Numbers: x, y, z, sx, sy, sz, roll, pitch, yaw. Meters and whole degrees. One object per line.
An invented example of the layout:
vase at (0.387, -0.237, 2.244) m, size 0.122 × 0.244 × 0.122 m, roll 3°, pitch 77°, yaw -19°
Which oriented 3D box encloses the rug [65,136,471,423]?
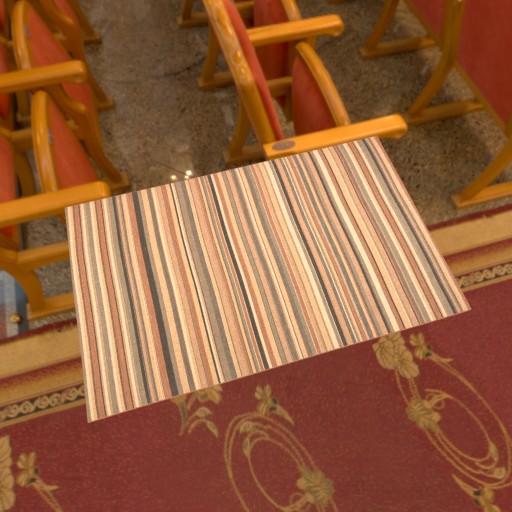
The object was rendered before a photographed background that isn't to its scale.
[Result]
rug at (0.000, 0.000, 3.018) m, size 2.438 × 0.014 × 1.523 m, roll -15°, pitch 64°, yaw -7°
